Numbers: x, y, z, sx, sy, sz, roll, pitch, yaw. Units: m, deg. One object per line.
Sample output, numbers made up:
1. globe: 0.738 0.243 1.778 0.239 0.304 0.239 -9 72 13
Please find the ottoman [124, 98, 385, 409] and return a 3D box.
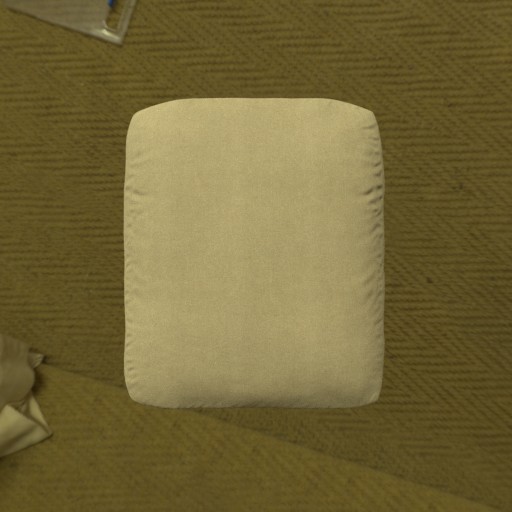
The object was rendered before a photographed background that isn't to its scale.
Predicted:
1. ottoman: 0.000 0.000 1.109 0.584 0.480 0.712 0 90 1
